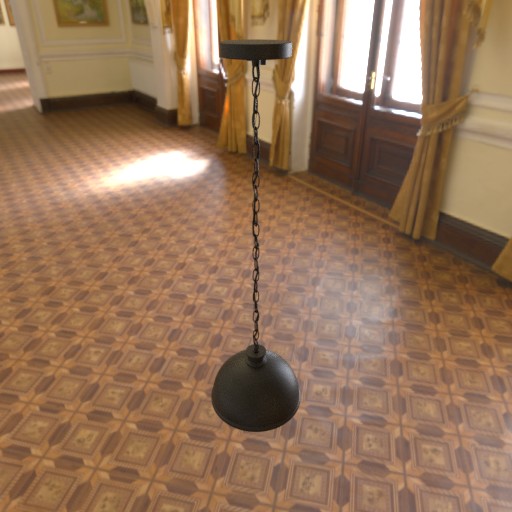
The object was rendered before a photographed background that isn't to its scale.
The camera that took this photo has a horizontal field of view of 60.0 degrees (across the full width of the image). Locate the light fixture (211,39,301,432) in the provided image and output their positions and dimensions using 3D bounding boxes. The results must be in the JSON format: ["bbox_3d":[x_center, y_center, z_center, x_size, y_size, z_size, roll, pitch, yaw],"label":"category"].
[{"bbox_3d":[0.000,0.000,1.250,0.304,1.090,0.304,-10,31,-17],"label":"light fixture"}]
